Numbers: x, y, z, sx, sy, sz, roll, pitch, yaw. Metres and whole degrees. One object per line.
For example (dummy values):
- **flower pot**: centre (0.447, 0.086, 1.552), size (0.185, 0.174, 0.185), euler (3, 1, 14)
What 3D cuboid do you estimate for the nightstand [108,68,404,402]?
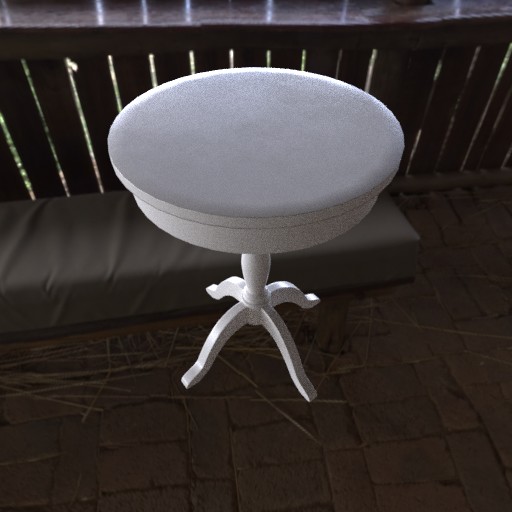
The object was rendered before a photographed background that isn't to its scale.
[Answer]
- **nightstand**: centre (0.000, 0.000, 1.015), size (0.513, 0.653, 0.513), euler (-21, 48, -20)
